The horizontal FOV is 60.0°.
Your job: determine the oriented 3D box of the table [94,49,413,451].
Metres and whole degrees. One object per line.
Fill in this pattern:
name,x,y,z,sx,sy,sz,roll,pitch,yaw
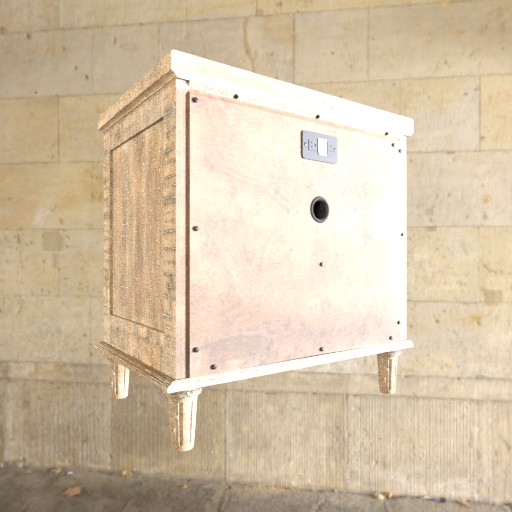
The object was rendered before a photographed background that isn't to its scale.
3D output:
table,0.000,0.000,1.137,0.686,0.711,0.457,0,0,-35
